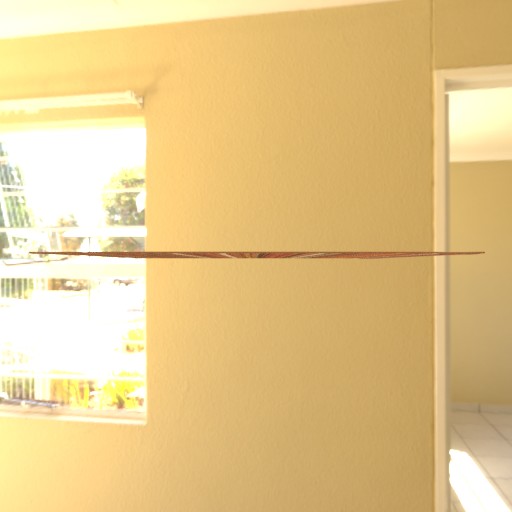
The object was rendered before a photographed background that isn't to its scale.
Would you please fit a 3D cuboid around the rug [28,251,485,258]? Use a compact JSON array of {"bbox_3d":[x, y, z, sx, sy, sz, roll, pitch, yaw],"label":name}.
[{"bbox_3d":[0.000,0.000,4.206,3.092,0.023,2.479,0,-1,-1],"label":"rug"}]
